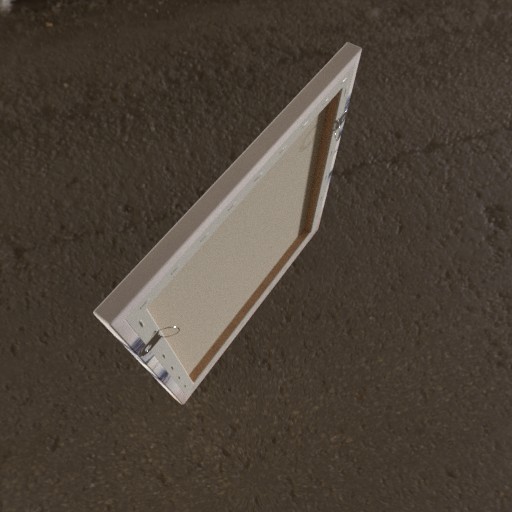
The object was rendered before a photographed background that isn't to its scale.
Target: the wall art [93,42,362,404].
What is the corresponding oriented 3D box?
[{"bbox_3d":[0.000,0.000,1.130,0.065,0.747,0.755,33,67,16],"label":"wall art"}]
